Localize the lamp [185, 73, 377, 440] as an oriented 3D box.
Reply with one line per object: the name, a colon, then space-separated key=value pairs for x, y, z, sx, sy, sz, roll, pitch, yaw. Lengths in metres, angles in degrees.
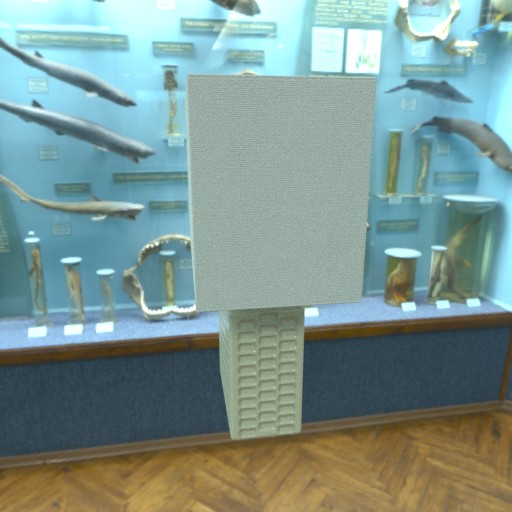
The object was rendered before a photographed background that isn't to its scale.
lamp: x=0.000 y=0.000 z=0.701 sx=0.200 sy=0.515 sz=0.380 roll=-2 pitch=16 yaw=-9
